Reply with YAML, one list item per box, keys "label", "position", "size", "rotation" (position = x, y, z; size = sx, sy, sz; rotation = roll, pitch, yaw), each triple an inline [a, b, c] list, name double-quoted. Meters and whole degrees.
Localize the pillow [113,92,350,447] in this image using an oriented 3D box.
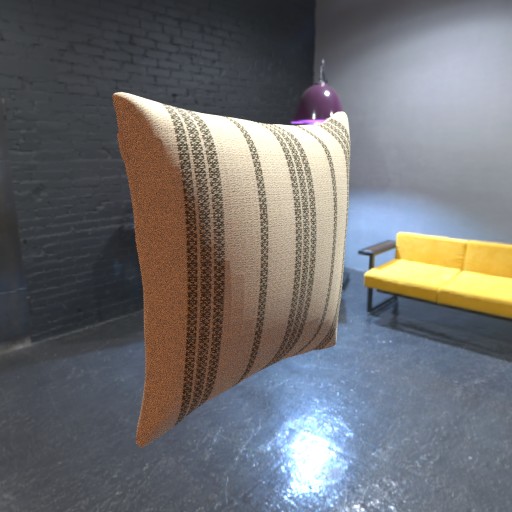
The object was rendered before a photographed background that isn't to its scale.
- label: "pillow"
  position: [0.000, 0.000, 0.623]
  size: [0.173, 0.406, 0.405]
  rotation: [13, 19, 43]
